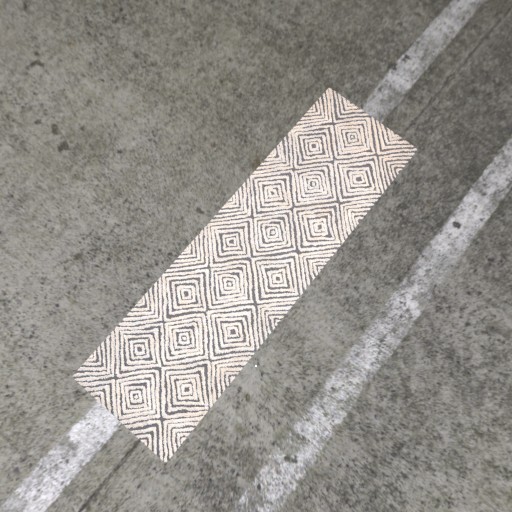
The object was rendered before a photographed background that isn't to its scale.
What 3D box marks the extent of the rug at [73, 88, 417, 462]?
[{"bbox_3d":[0.000,0.000,2.530,0.676,0.008,2.277,39,79,9],"label":"rug"}]
